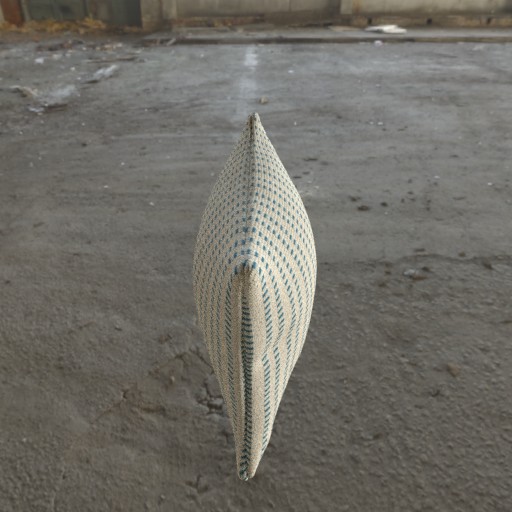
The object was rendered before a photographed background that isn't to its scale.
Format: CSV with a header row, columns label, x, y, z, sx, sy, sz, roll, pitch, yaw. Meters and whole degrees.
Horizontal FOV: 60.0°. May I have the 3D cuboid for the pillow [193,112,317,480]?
label,x,y,z,sx,sy,sz,roll,pitch,yaw
pillow,0.000,0.000,0.797,0.210,0.353,0.640,0,32,0
